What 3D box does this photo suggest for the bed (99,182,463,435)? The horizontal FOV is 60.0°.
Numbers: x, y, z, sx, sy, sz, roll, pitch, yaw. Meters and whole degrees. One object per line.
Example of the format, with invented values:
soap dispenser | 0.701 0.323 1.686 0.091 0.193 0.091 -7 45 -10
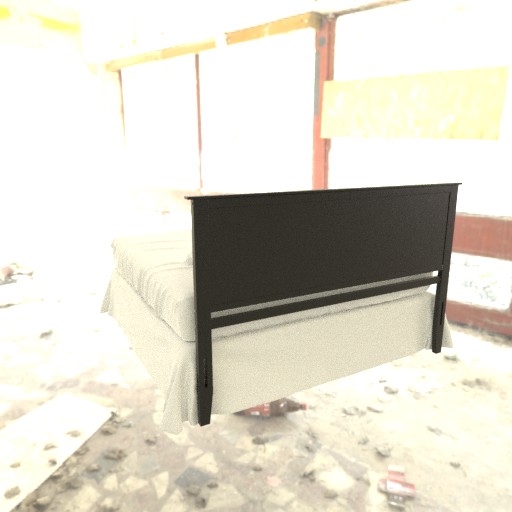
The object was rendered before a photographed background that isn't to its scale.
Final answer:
bed | 0.000 0.000 3.669 2.315 1.271 2.219 -7 15 -28
